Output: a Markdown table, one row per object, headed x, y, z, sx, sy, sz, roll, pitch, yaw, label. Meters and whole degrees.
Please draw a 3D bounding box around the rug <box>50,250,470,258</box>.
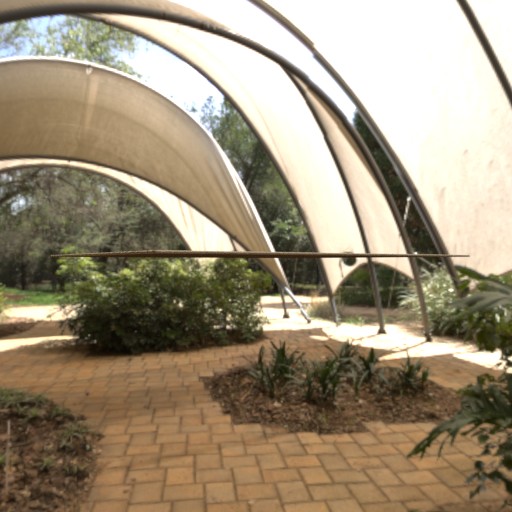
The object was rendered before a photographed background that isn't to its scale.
| x | y | z | sx | sy | sz | roll | pitch | yaw | label |
| --- | --- | --- | --- | --- | --- | --- | --- | --- | --- |
| 0.000 | 0.000 | 4.106 | 3.050 | 0.017 | 2.441 | 0 | -1 | -36 | rug |
